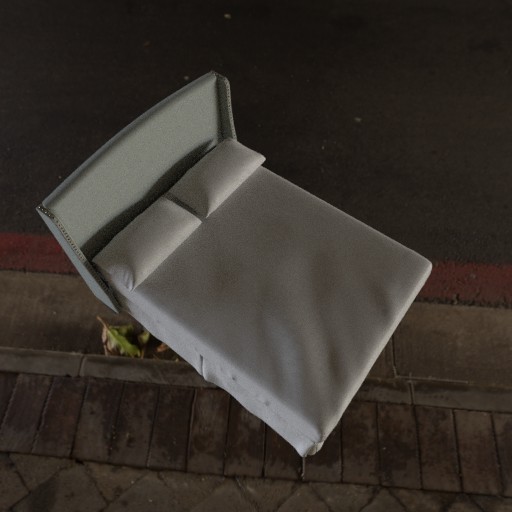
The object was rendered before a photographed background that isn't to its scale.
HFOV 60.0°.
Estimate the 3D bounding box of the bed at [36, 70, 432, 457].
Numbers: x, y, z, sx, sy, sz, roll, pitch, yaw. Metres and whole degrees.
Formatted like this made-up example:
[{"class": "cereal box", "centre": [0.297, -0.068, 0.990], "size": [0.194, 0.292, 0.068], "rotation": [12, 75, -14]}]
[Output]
[{"class": "bed", "centre": [0.000, 0.000, 3.311], "size": [2.237, 1.407, 1.710], "rotation": [33, 64, 18]}]
